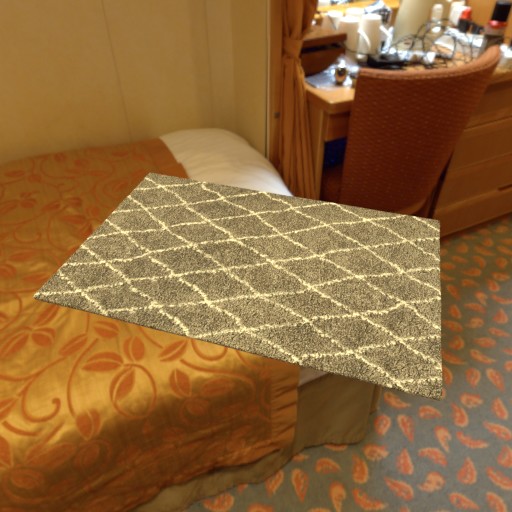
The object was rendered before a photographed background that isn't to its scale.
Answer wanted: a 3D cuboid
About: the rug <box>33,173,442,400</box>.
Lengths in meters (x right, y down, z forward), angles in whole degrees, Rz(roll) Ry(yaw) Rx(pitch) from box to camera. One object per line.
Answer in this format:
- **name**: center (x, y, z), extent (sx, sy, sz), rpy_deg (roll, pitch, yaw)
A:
- **rug**: center (0.000, 0.000, 3.449), extent (2.743, 0.030, 1.778), rpy_deg (11, 42, 13)
